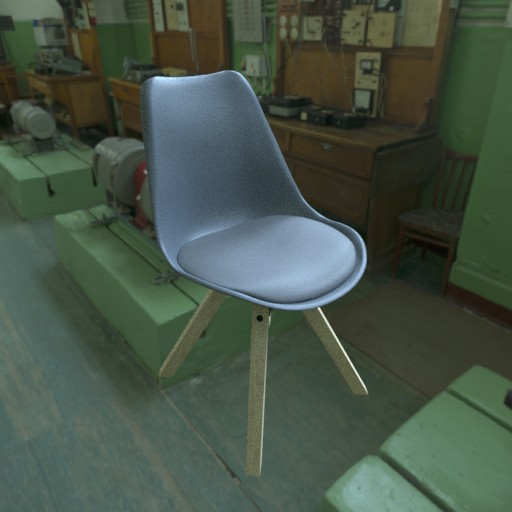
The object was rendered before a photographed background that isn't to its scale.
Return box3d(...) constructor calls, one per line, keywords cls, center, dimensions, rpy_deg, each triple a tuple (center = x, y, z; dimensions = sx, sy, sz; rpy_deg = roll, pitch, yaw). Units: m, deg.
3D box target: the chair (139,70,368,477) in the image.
box3d(cls="chair", center=(0.000, 0.000, 1.160), dimensions=(0.485, 0.850, 0.550), rpy_deg=(-21, 35, -34))
